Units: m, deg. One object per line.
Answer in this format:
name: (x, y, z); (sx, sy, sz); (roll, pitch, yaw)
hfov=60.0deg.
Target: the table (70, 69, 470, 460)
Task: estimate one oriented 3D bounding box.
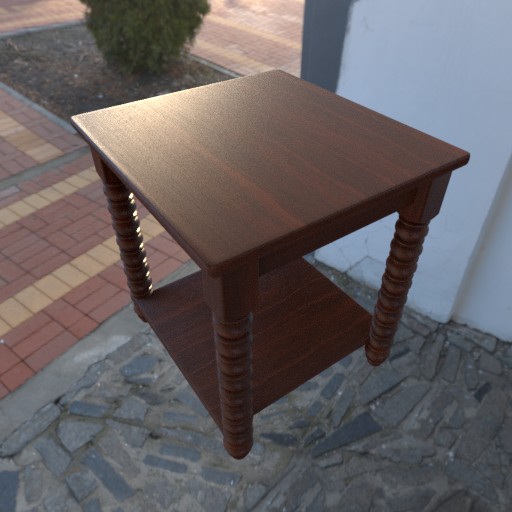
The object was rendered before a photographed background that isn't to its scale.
table: (0.000, 0.000, 0.967); (0.500, 0.567, 0.533); (-24, 46, -26)
